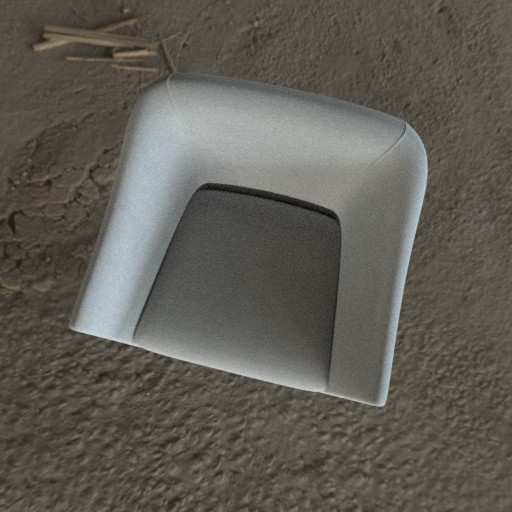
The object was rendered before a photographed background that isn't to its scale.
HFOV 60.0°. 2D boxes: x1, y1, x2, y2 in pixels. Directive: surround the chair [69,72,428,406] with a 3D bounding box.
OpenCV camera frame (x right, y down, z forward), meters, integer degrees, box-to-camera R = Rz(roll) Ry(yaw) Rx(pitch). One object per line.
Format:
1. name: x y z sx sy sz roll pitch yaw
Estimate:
1. chair: 0.000 0.000 1.348 0.790 0.720 0.700 13 75 4
